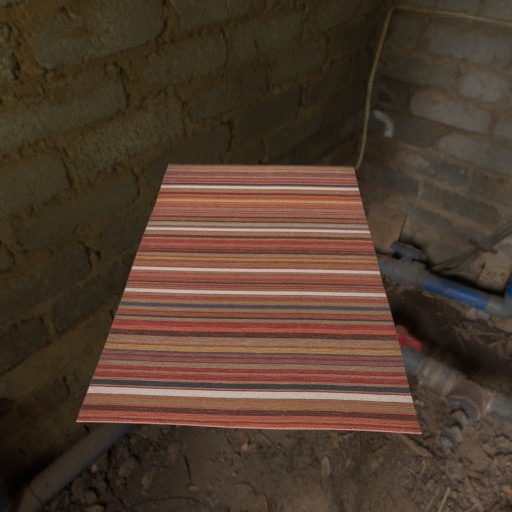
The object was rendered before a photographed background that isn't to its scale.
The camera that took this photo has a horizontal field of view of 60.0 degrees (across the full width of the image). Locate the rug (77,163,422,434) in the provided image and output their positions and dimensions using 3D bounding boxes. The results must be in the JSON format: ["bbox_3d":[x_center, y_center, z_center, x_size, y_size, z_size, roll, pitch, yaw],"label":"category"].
[{"bbox_3d":[0.000,0.000,2.238,1.217,0.007,1.828,1,41,1],"label":"rug"}]
